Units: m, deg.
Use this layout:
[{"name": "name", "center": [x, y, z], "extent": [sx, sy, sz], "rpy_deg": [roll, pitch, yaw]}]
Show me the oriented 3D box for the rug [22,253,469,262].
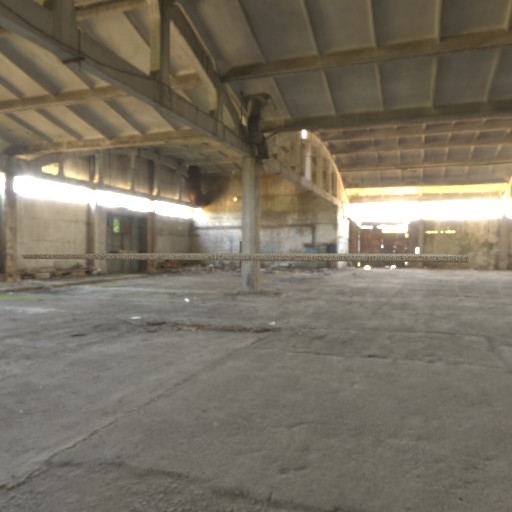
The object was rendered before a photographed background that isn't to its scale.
[{"name": "rug", "center": [0.000, 0.000, 2.886], "extent": [2.346, 0.025, 1.500], "rpy_deg": [0, 1, 19]}]
